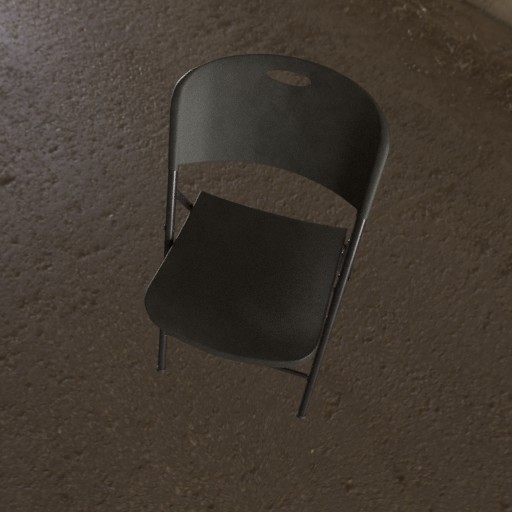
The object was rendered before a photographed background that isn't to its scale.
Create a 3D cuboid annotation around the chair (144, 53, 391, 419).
[{"bbox_3d":[0.000,0.000,1.169,0.494,0.810,0.566,15,61,9],"label":"chair"}]
